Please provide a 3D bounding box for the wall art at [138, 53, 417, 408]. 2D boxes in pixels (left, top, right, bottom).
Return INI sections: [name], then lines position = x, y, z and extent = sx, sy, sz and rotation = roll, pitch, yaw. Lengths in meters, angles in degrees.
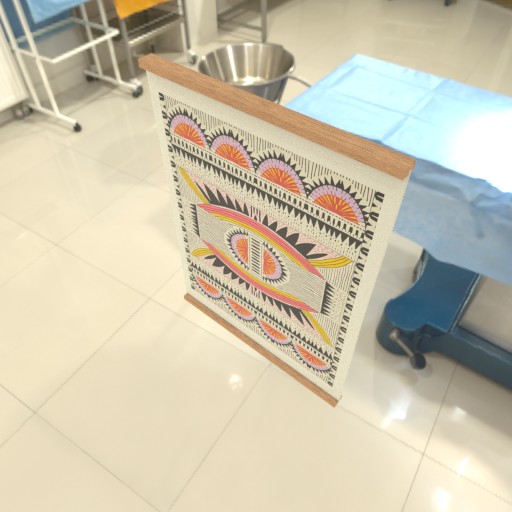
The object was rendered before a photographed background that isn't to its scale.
[wall art]
position = 0.000, 0.000, 0.819
extent = 0.456, 0.609, 0.028
rotation = 31, 54, 26
